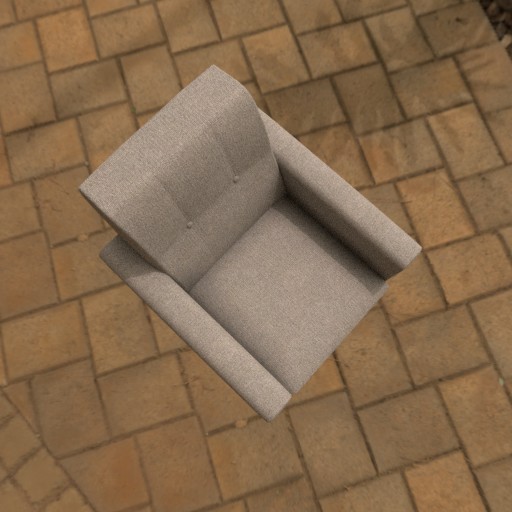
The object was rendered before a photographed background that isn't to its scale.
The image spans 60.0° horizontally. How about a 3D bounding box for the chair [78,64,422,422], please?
[{"bbox_3d":[0.000,0.000,1.744,0.942,0.968,0.845,42,80,9],"label":"chair"}]
